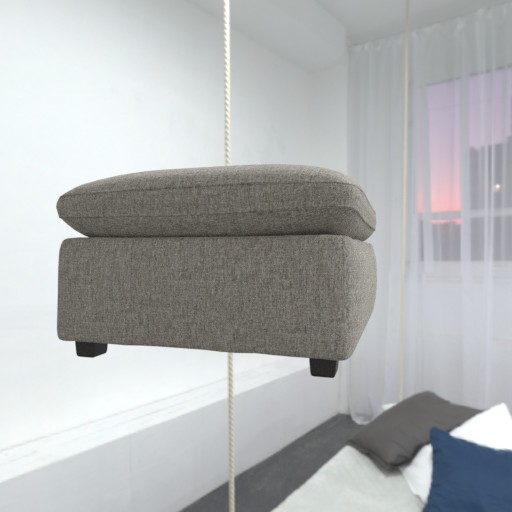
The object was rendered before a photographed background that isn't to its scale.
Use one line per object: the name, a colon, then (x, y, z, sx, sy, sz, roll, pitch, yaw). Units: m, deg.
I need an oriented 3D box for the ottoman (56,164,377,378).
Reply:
ottoman: (0.000, 0.000, 1.339, 0.694, 0.451, 0.977, 0, 1, 17)
